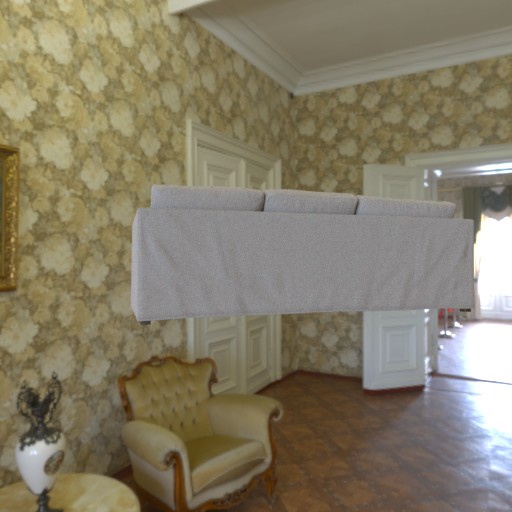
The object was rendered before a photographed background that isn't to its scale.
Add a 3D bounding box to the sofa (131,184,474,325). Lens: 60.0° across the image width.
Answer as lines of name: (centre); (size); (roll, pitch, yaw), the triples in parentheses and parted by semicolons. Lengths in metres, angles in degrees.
sofa: (0.000, 0.000, 4.420); (2.432, 0.871, 3.182); (0, -1, -17)
